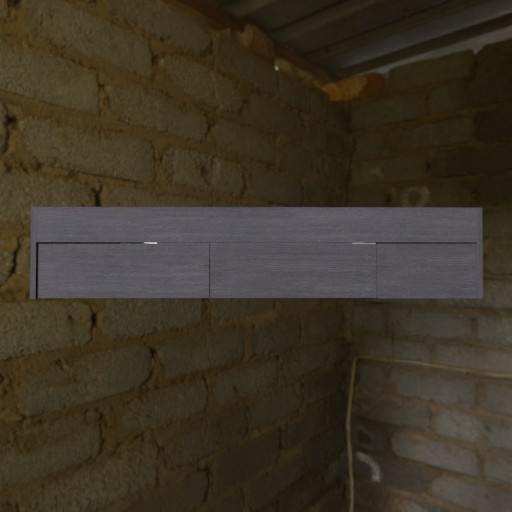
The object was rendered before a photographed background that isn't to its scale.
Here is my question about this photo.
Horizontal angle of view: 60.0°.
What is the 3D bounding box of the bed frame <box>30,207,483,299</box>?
[{"bbox_3d":[0.000,0.000,2.629,1.944,0.459,1.448,0,-1,-1],"label":"bed frame"}]
